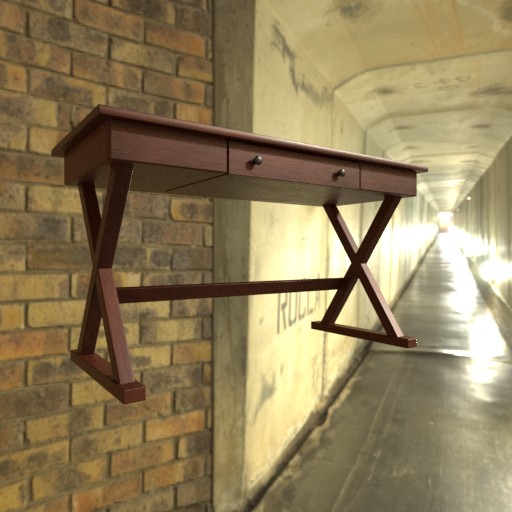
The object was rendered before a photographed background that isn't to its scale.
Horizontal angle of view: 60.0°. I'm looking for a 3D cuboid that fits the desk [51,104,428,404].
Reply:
[{"bbox_3d":[0.000,0.000,1.738,1.372,0.761,0.600,0,0,-35],"label":"desk"}]
